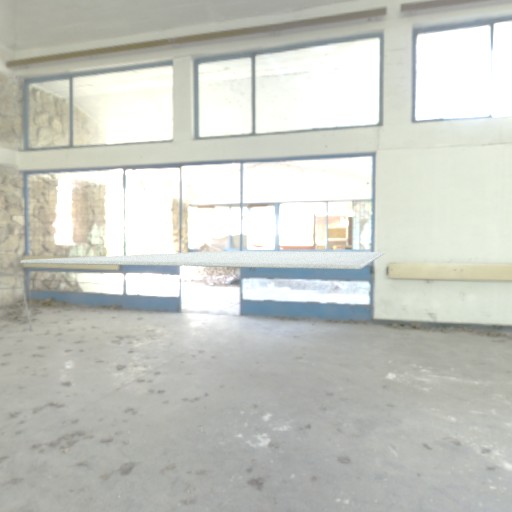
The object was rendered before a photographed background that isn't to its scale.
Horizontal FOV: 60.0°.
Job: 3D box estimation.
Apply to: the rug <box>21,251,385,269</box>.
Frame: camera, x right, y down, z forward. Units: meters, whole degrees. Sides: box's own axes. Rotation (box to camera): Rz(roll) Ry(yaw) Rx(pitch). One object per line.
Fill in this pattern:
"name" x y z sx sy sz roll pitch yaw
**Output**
"rug" 0.000 0.000 2.296 1.219 0.013 1.829 1 2 18
